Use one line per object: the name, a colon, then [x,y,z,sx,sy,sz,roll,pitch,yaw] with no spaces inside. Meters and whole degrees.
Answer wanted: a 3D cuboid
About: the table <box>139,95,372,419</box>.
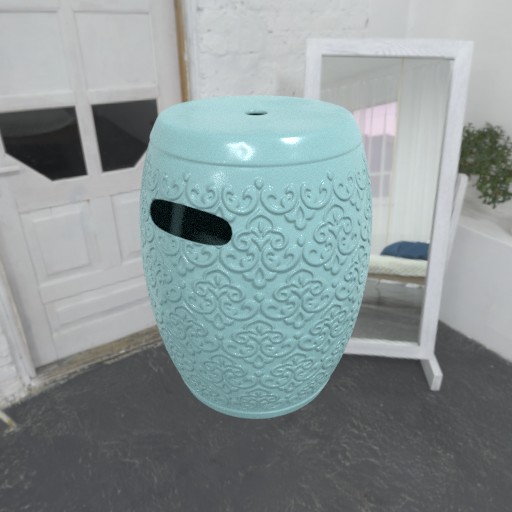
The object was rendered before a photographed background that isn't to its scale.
table: [0.000,0.000,0.625,0.309,0.397,0.309,0,30,0]
